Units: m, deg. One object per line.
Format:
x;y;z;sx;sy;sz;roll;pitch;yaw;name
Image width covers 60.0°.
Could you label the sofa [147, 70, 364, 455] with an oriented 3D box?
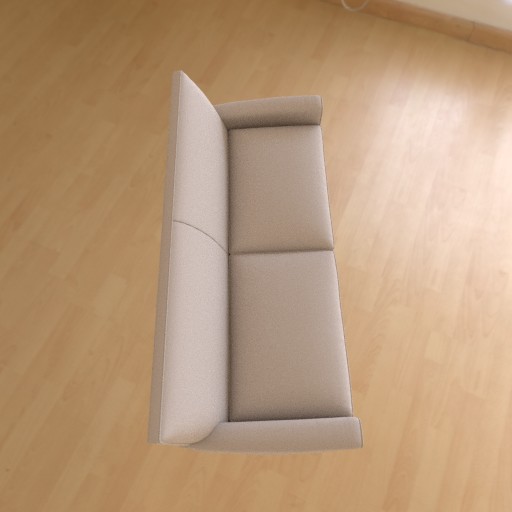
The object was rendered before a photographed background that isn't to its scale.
0.000;0.000;2.435;0.875;0.846;2.000;-2;65;-1;sofa
